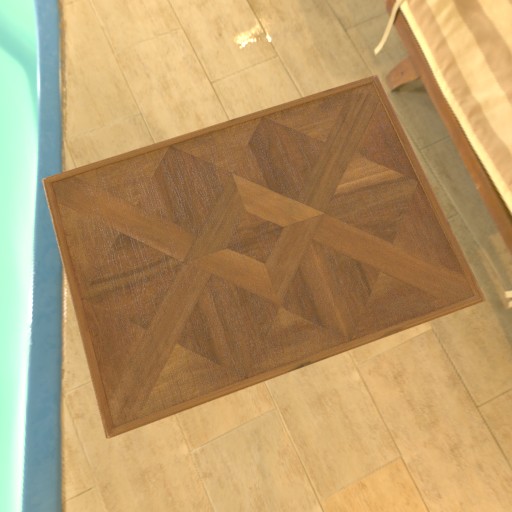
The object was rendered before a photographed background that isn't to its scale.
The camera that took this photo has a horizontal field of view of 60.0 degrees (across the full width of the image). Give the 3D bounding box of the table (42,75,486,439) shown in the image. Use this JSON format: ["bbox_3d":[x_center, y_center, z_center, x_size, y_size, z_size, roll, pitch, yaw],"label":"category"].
[{"bbox_3d":[0.000,0.000,1.689,1.238,0.492,0.877,-19,76,-5],"label":"table"}]
